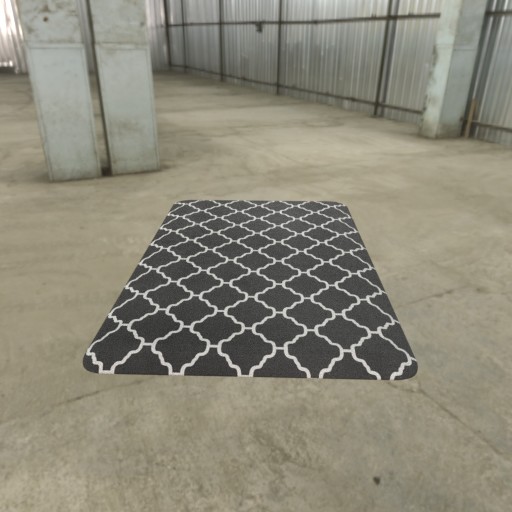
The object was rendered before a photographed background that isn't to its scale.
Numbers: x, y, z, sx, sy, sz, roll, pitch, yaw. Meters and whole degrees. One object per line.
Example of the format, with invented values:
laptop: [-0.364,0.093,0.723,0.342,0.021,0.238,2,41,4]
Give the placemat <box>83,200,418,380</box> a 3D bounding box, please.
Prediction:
placemat: [0.000,0.000,0.979,0.508,0.021,0.762,1,26,2]
